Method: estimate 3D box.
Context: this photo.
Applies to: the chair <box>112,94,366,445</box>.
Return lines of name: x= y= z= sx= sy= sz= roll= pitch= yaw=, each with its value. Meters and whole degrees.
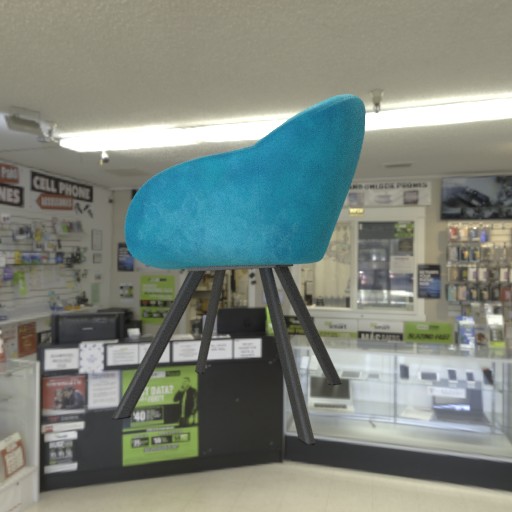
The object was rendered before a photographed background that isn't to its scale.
chair: x=0.000 y=0.000 z=1.223 sx=0.590 sy=0.795 sz=0.550 roll=0 pitch=0 yaw=18
